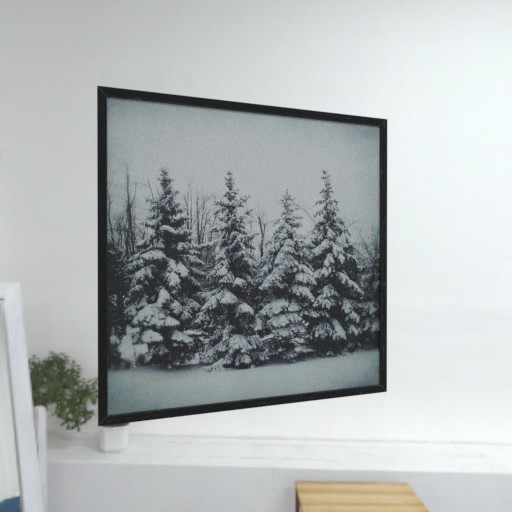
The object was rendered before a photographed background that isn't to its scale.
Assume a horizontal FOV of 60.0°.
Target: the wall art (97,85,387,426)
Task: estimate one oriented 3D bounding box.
[{"bbox_3d":[0.000,0.000,1.131,0.761,0.761,0.037,0,0,-19],"label":"wall art"}]
